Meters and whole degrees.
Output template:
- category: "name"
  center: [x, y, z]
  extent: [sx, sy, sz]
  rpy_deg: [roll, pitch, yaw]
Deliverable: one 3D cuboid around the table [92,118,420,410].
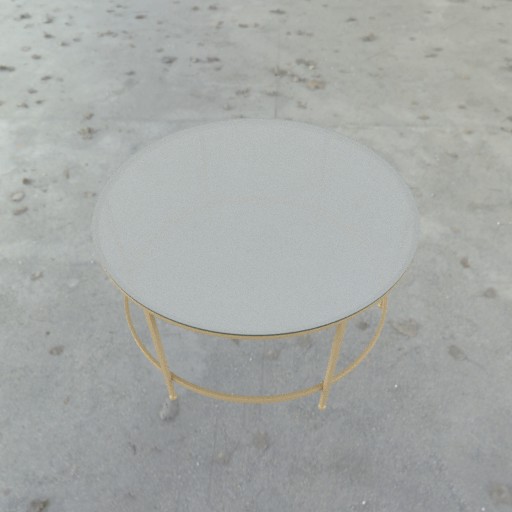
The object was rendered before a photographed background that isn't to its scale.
- category: "table"
  center: [0.000, 0.000, 1.436]
  extent: [0.914, 0.470, 0.914]
  rpy_deg: [0, 46, 0]
